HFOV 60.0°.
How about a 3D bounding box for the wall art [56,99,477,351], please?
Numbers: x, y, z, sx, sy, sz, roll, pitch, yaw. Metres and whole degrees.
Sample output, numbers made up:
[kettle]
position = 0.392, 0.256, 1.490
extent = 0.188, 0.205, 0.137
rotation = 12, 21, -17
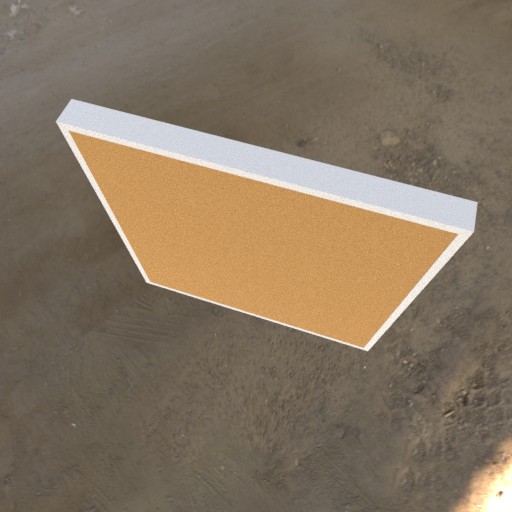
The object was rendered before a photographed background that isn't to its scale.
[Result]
[wall art]
position = 0.000, 0.000, 0.449
extent = 0.304, 0.304, 0.024
rotation = 16, 65, 8
